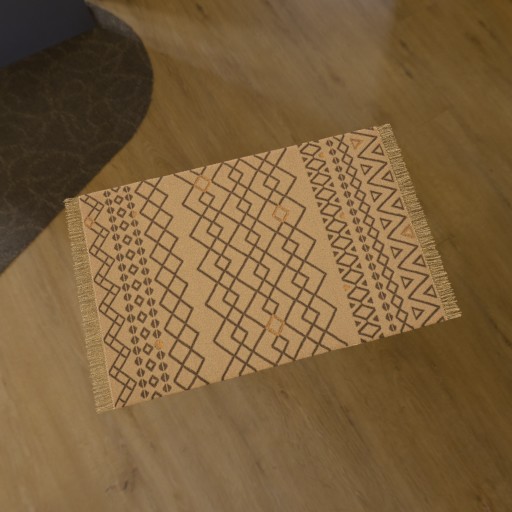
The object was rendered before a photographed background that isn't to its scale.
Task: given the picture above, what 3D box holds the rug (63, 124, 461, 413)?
[{"bbox_3d":[0.000,0.000,2.498,2.023,0.028,1.224,-14,75,-4],"label":"rug"}]
